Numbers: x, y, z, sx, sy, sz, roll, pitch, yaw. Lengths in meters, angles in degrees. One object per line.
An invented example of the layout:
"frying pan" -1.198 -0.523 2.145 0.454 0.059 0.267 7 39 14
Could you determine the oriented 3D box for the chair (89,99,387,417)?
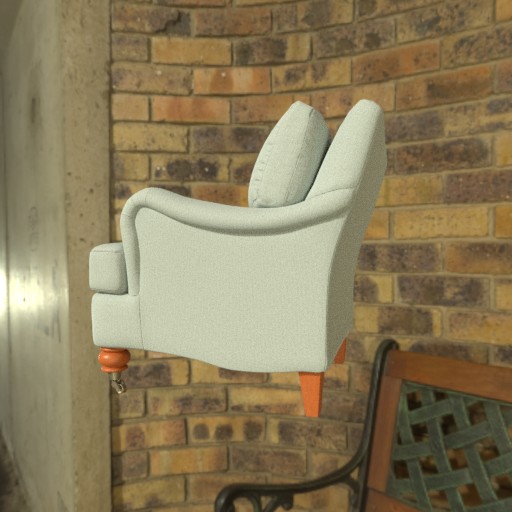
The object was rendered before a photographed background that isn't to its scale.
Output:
"chair" 0.000 0.000 1.902 1.070 1.038 0.955 0 0 17
